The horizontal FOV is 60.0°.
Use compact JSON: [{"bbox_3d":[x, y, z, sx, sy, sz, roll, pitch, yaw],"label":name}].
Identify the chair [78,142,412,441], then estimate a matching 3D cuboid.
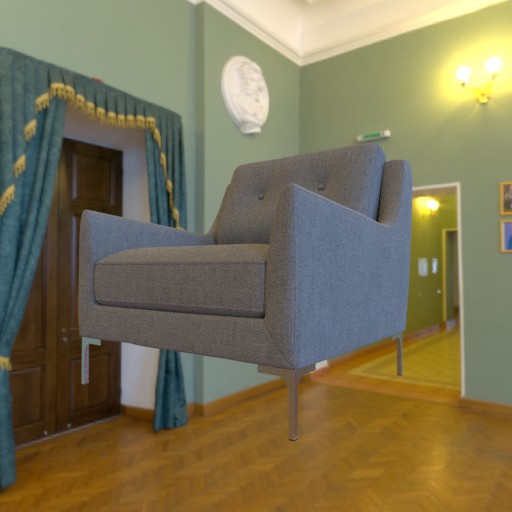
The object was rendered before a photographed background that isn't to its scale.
[{"bbox_3d":[0.000,0.000,1.525,0.847,0.828,0.849,-1,-2,36],"label":"chair"}]
